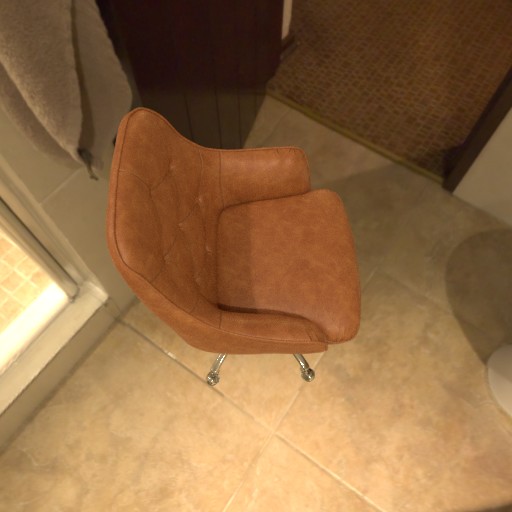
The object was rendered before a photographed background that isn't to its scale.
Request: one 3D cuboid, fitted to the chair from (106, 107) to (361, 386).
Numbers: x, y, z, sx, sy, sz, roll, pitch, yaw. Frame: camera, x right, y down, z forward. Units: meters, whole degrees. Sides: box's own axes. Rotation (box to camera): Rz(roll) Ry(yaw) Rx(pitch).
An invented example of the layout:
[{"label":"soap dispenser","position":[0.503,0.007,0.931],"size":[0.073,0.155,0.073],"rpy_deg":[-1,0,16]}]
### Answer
[{"label":"chair","position":[0.000,0.000,1.329],"size":[0.615,0.909,0.628],"rpy_deg":[-2,63,-1]}]
